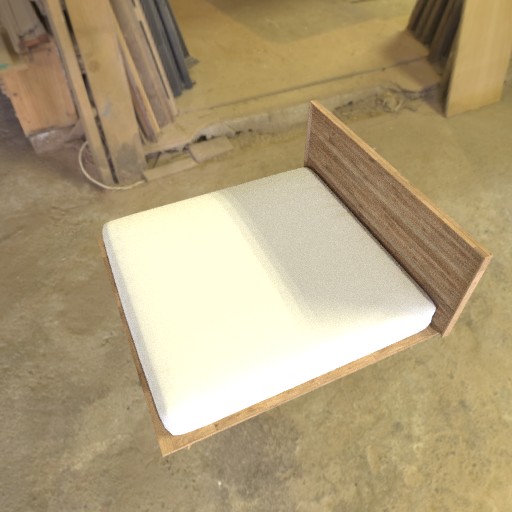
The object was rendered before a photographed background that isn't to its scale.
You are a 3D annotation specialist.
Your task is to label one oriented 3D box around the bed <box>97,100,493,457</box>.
[{"bbox_3d":[0.000,0.000,3.398,2.167,1.100,2.116,-18,49,-17],"label":"bed"}]
